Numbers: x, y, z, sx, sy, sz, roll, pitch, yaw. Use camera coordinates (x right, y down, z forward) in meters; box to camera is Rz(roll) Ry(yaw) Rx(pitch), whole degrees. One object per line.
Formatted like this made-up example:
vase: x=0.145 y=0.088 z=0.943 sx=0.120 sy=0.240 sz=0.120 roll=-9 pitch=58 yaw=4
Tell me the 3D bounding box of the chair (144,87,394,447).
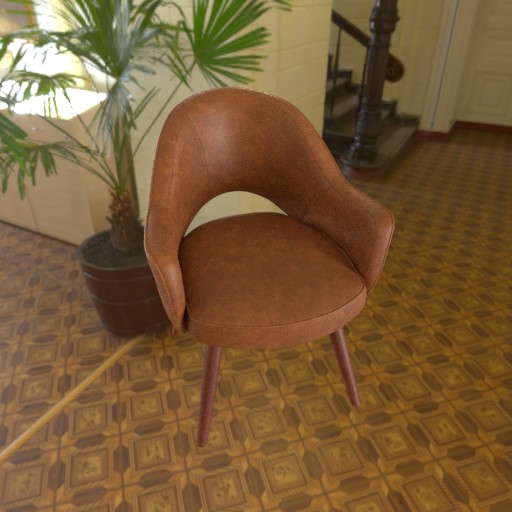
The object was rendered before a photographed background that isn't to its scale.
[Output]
chair: x=0.000 y=0.000 z=1.227 sx=0.591 sy=0.777 sz=0.640 roll=-9 pitch=33 yaw=-15
